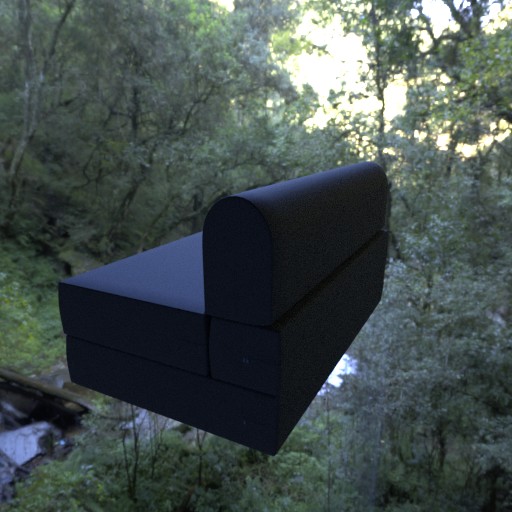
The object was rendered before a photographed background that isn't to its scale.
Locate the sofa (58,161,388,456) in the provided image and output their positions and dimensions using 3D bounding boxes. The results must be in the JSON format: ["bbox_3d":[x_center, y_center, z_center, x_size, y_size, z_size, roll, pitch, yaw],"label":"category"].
[{"bbox_3d":[0.000,0.000,1.707,0.762,0.660,1.219,8,18,27],"label":"sofa"}]
